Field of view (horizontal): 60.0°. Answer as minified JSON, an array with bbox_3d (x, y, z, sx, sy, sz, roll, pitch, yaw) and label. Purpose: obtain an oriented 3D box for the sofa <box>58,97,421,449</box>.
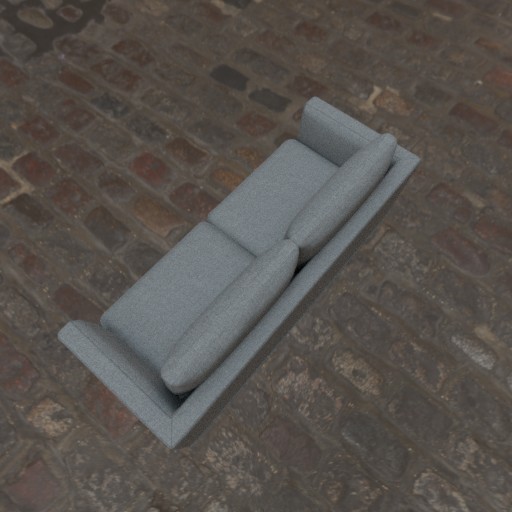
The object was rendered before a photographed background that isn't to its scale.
[{"bbox_3d":[0.000,0.000,2.740,0.869,1.002,2.212,37,69,17],"label":"sofa"}]
